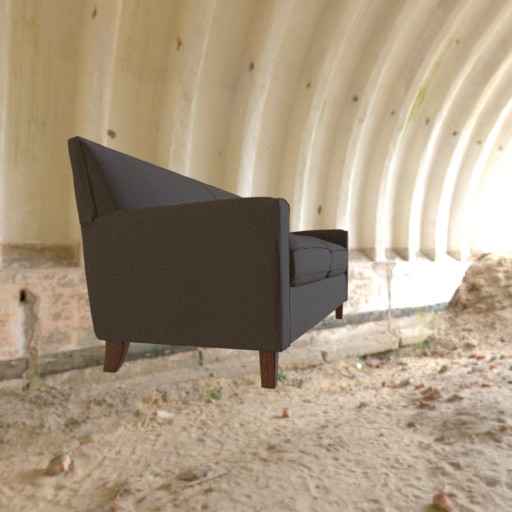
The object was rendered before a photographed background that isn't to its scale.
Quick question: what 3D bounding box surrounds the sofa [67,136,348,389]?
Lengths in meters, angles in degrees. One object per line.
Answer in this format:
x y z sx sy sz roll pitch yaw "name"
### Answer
0.000 0.000 2.469 0.843 0.907 2.002 0 0 18 "sofa"
